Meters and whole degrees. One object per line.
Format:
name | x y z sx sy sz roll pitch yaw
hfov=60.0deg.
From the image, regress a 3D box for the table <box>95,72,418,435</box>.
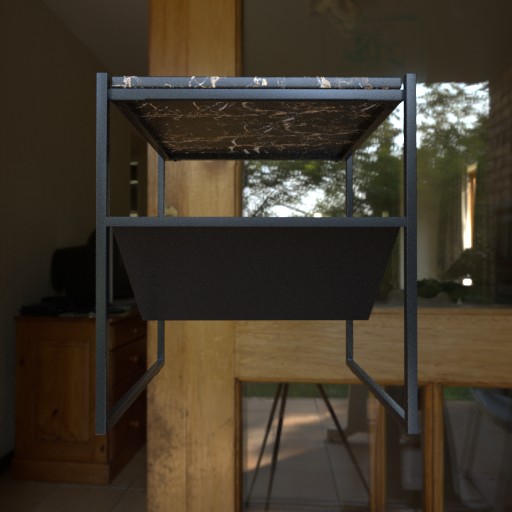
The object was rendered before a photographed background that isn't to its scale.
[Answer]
table | 0.000 0.000 0.862 0.469 0.534 0.432 0 -1 0
